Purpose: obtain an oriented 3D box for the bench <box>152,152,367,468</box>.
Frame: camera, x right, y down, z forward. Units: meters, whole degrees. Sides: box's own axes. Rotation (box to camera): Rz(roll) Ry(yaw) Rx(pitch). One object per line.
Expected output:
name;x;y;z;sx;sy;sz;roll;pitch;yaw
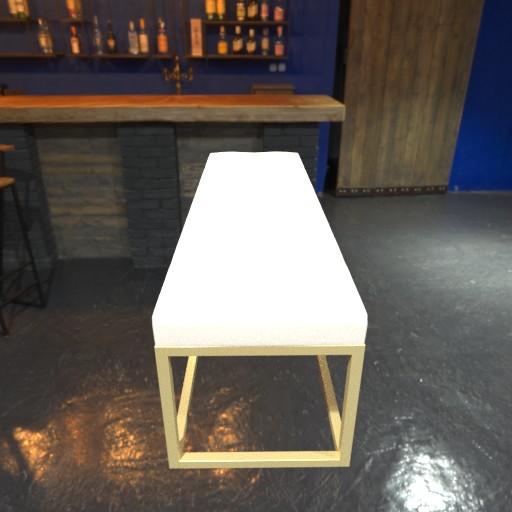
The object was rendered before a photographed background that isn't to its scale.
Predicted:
bench;0.000;0.000;1.680;0.457;0.484;1.473;0;26;-1
